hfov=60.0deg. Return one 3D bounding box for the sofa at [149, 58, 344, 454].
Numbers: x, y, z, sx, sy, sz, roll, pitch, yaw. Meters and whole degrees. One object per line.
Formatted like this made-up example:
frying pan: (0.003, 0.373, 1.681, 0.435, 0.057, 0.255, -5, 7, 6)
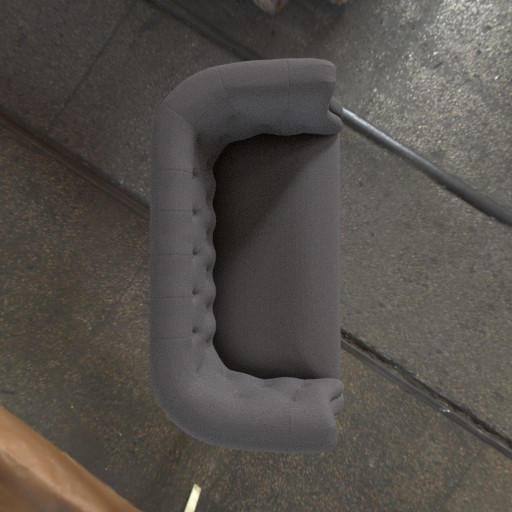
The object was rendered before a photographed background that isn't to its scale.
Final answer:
sofa: (0.000, 0.000, 2.084, 0.835, 0.827, 1.558, 0, 89, 1)
